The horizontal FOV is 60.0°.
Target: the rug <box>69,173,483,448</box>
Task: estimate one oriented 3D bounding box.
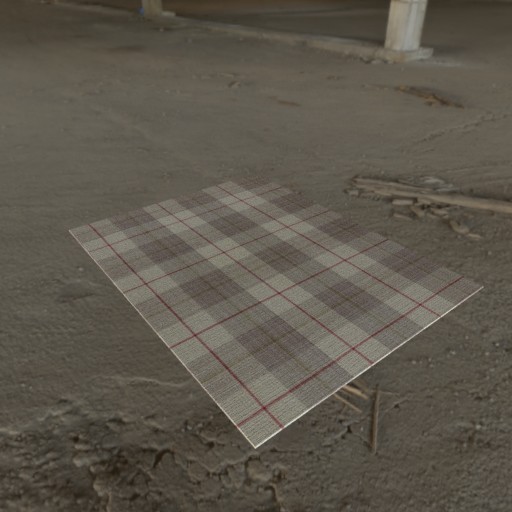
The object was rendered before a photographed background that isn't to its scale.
[{"bbox_3d":[0.000,0.000,3.936,2.317,0.016,2.959,-23,39,-31],"label":"rug"}]
